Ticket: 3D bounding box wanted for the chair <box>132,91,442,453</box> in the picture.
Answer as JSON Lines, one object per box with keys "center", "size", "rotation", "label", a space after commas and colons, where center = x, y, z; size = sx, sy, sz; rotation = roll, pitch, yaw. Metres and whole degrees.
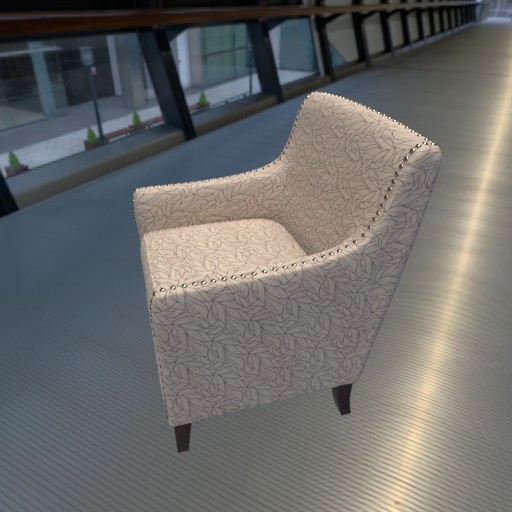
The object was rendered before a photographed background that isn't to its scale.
{"center": [0.000, 0.000, 1.302], "size": [0.651, 0.816, 0.623], "rotation": [-9, 32, -15], "label": "chair"}
